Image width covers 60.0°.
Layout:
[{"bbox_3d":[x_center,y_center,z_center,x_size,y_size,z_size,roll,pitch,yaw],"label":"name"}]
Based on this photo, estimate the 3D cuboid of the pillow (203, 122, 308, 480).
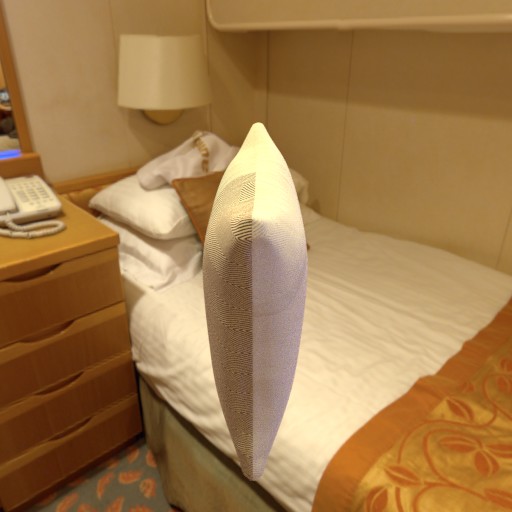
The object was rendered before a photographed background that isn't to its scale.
[{"bbox_3d":[0.000,0.000,0.642,0.139,0.305,0.506,0,26,1],"label":"pillow"}]
